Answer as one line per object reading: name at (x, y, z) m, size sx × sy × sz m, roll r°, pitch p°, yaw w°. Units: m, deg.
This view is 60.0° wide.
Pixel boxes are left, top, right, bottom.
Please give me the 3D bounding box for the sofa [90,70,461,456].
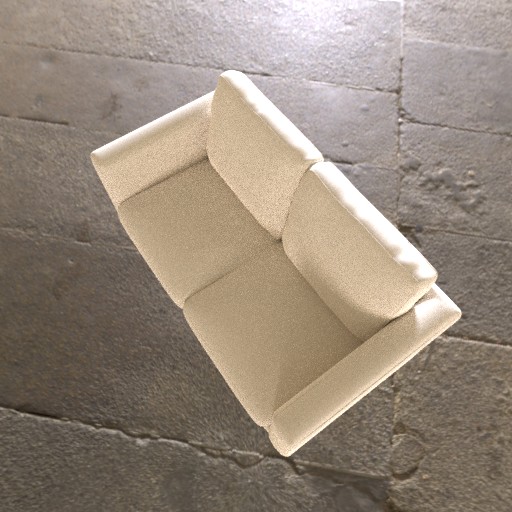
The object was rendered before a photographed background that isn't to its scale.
sofa at (0.000, 0.000, 1.925) m, size 0.796 × 0.908 × 1.430 m, roll -32°, pitch 68°, yaw -15°
